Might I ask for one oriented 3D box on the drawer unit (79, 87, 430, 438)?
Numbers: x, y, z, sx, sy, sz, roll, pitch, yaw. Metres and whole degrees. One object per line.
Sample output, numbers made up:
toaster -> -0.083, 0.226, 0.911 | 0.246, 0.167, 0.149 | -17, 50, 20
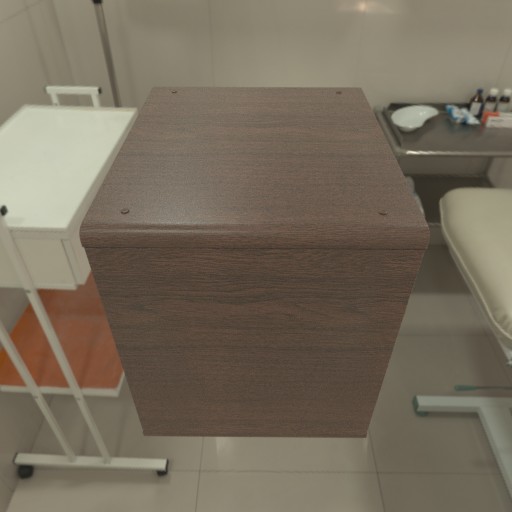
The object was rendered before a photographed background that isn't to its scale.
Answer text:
drawer unit -> 0.000, 0.000, 0.602 | 0.290, 0.344, 0.344 | 0, 40, 0
